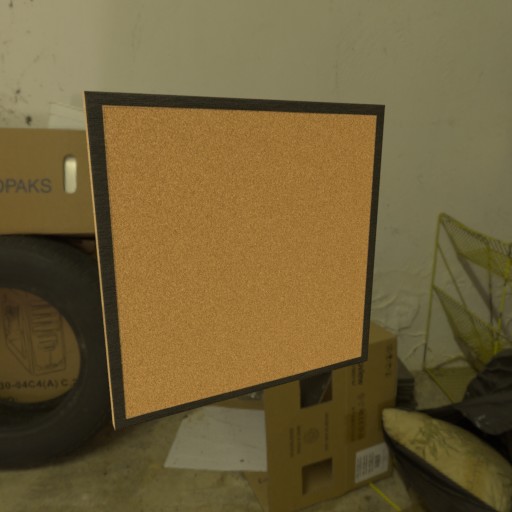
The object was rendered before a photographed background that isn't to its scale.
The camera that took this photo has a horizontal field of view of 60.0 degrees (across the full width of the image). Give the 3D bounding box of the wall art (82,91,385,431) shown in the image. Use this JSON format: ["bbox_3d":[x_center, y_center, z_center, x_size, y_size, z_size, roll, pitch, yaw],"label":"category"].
[{"bbox_3d":[0.000,0.000,1.033,0.695,0.691,0.029,-7,16,-26],"label":"wall art"}]
